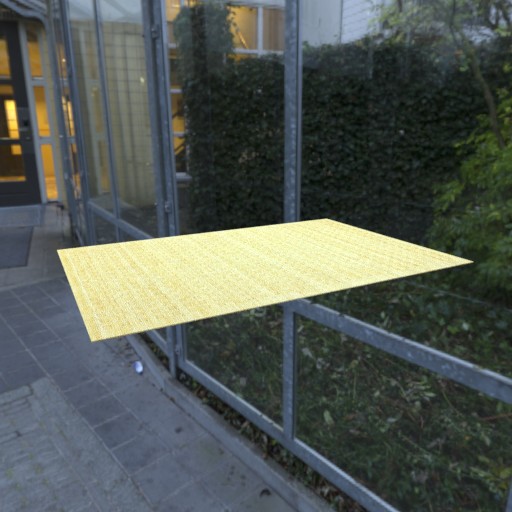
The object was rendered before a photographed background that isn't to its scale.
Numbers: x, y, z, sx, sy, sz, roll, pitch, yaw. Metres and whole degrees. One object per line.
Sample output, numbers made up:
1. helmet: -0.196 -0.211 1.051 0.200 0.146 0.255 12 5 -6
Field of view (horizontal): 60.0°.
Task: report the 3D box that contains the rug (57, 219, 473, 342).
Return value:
1. rug: 0.000 0.000 2.916 2.286 0.006 1.524 -9 18 -27
